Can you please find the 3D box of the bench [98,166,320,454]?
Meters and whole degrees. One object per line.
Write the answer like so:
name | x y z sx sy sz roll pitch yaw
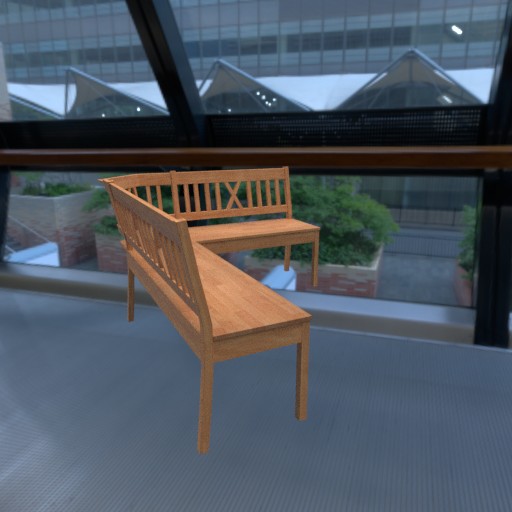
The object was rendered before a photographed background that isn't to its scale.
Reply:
bench | 0.000 0.000 2.699 1.537 0.902 1.937 -8 17 -25
